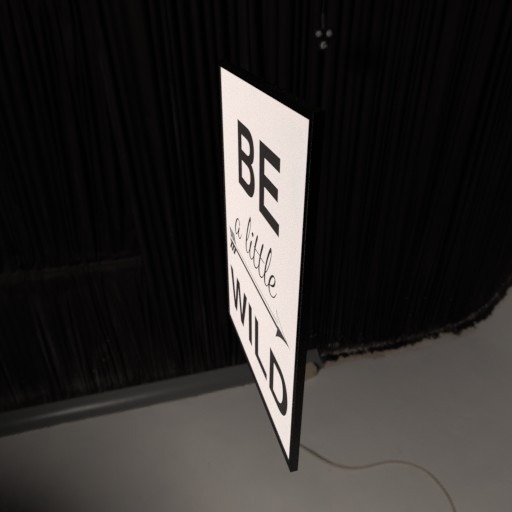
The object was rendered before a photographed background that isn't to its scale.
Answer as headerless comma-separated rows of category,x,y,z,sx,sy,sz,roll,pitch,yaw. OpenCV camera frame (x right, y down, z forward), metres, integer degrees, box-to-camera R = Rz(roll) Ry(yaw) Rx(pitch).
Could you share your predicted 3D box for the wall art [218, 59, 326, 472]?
wall art,0.000,0.000,0.772,0.013,0.582,0.442,-9,31,-14
